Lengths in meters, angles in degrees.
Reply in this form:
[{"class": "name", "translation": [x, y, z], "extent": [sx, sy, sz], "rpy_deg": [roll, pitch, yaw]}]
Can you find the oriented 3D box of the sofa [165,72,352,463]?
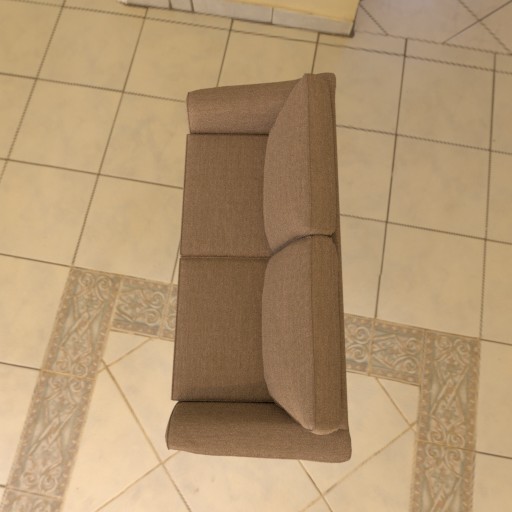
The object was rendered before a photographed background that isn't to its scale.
[{"class": "sofa", "translation": [0.000, 0.000, 2.747], "extent": [0.980, 0.965, 2.270], "rpy_deg": [1, 75, 0]}]
